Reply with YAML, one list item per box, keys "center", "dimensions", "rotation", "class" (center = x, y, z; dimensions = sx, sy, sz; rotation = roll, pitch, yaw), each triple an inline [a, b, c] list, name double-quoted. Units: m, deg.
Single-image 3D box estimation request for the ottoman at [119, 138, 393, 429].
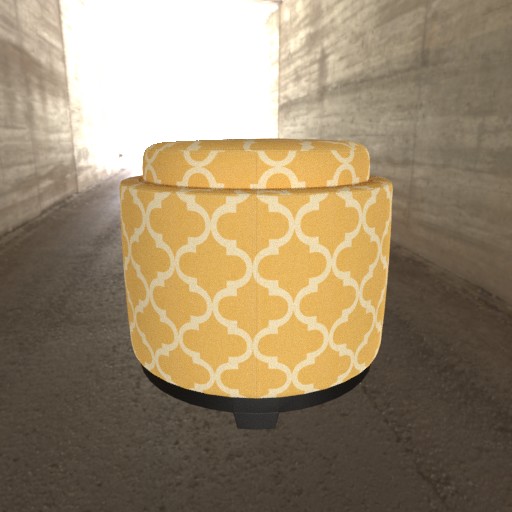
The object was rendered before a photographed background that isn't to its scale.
- center: [0.000, 0.000, 0.836]
  dimensions: [0.480, 0.429, 0.480]
  rotation: [0, 15, 0]
  class: "ottoman"
